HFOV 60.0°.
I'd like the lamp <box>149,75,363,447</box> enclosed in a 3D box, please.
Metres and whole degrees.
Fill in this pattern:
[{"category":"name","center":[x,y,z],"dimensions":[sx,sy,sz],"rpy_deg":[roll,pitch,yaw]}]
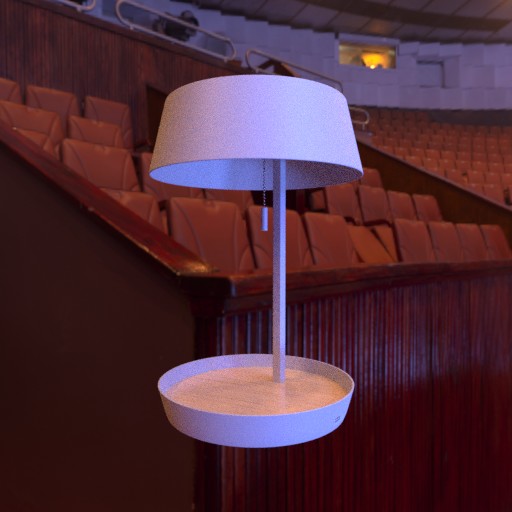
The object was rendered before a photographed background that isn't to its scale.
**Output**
[{"category":"lamp","center":[0.000,0.000,0.621],"dimensions":[0.291,0.429,0.291],"rpy_deg":[0,2,0]}]
